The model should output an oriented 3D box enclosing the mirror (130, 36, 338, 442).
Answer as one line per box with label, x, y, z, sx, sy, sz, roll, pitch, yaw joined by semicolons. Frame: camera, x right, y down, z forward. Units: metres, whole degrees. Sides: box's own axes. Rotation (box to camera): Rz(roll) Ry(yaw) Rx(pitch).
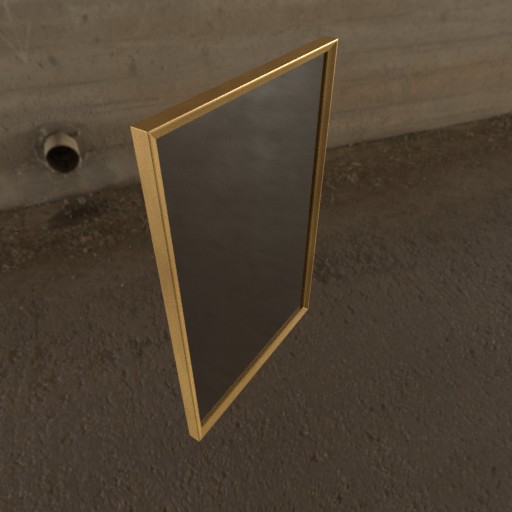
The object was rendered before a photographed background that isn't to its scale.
mirror;0.000;0.000;1.138;0.041;0.915;0.609;24;46;26
